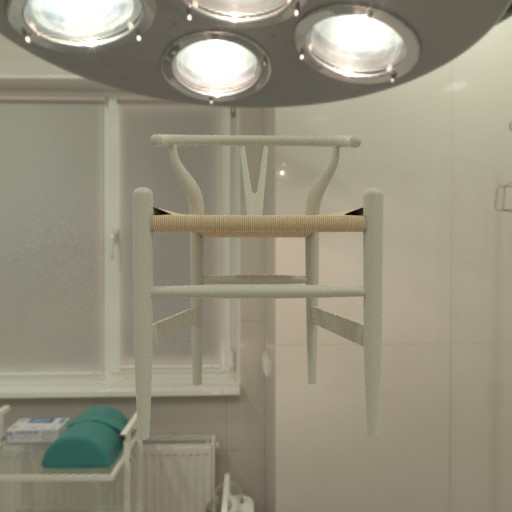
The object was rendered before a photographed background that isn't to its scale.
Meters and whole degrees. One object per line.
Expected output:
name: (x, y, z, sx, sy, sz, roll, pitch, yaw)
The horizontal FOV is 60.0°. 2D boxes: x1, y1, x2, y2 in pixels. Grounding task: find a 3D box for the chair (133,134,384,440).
chair: (0.000, 0.000, 1.135, 0.533, 0.736, 0.500, 0, 1, -1)
